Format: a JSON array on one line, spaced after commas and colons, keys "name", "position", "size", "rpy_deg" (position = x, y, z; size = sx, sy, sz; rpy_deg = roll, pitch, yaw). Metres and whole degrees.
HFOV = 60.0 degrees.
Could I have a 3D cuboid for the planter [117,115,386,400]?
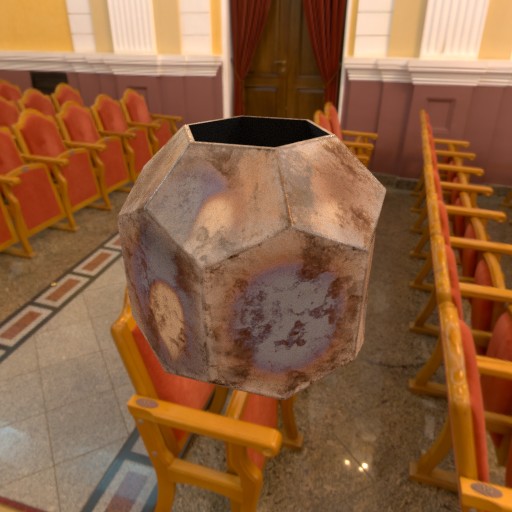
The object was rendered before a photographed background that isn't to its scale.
[{"name": "planter", "position": [0.000, 0.000, 0.425], "size": [0.221, 0.238, 0.243], "rpy_deg": [8, 29, 15]}]
